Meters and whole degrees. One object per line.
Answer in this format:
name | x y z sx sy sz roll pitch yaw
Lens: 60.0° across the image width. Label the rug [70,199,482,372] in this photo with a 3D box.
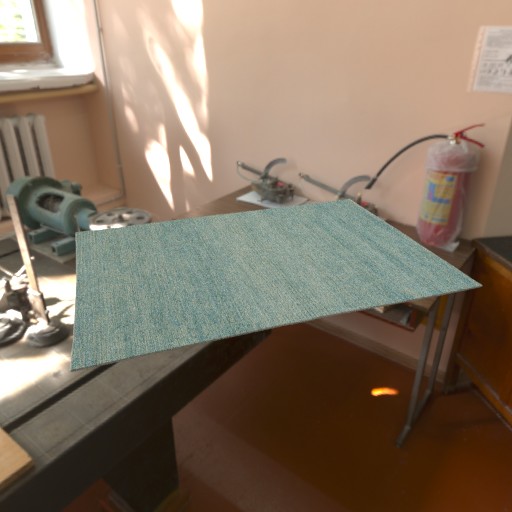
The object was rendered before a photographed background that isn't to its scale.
rug | 0.000 0.000 2.960 2.305 0.029 1.593 -9 28 -16
